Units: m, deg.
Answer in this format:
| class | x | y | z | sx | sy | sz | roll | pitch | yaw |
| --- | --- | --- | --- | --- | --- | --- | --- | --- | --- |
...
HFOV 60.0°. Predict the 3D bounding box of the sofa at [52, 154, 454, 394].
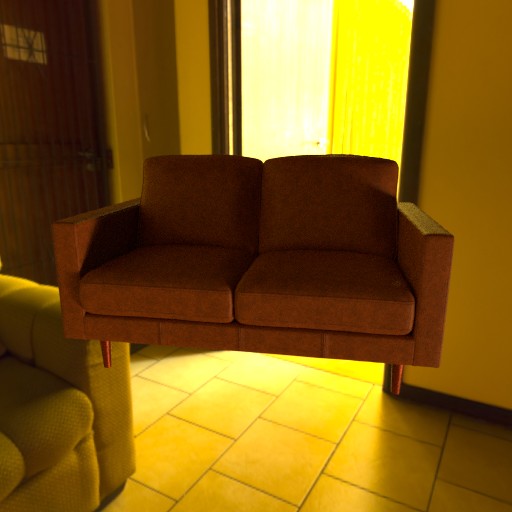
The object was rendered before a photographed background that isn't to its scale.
| class | x | y | z | sx | sy | sz | roll | pitch | yaw |
| --- | --- | --- | --- | --- | --- | --- | --- | --- | --- |
| sofa | 0.000 | 0.000 | 2.141 | 1.578 | 0.951 | 0.909 | 3 | 15 | 10 |
